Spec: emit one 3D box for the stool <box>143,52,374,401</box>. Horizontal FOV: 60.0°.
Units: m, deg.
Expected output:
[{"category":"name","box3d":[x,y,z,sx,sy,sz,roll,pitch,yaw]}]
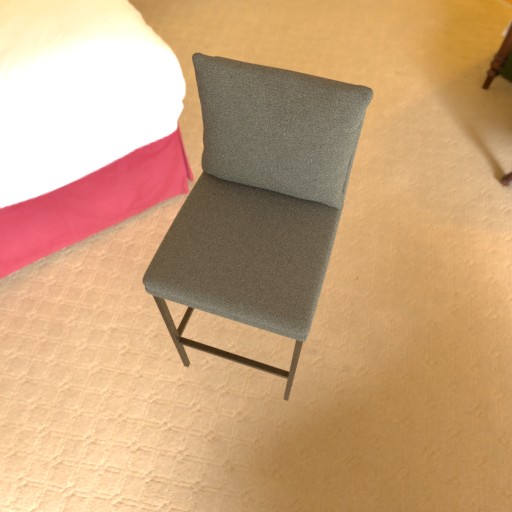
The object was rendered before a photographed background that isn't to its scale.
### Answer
[{"category":"stool","box3d":[0.000,0.000,1.432,0.463,1.132,0.569,16,60,9]}]
